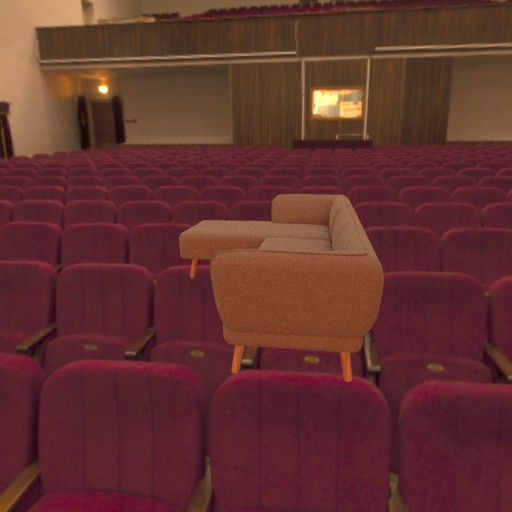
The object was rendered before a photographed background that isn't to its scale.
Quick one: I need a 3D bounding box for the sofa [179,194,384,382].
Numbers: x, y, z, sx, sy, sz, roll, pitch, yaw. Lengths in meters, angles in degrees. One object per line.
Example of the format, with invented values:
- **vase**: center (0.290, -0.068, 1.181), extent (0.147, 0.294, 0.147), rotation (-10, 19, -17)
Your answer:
- **sofa**: center (0.000, 0.000, 3.355), extent (1.532, 0.693, 2.653), rotation (2, 14, 8)
